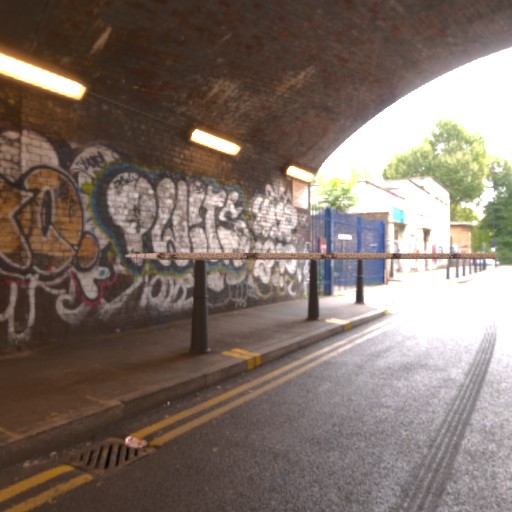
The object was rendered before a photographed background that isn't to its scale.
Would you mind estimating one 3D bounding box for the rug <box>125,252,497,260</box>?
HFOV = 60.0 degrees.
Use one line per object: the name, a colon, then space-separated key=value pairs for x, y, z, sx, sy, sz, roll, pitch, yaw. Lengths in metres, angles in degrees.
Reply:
rug: x=0.000 y=0.000 z=3.356 sx=1.778 sy=0.030 sz=2.743 roll=0 pitch=0 yaw=-19
